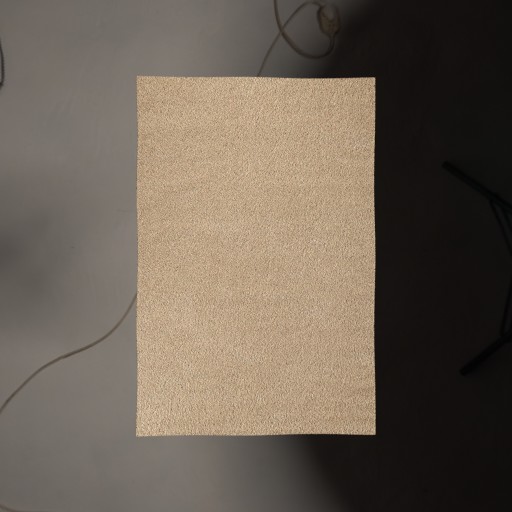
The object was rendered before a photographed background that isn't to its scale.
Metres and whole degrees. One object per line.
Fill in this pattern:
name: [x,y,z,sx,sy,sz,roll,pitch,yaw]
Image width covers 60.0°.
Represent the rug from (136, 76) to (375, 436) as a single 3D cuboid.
rug: [0.000,0.000,3.342,1.800,0.025,2.699,0,90,-1]
